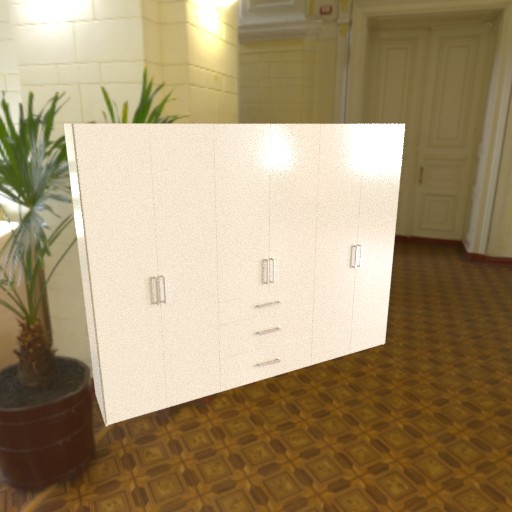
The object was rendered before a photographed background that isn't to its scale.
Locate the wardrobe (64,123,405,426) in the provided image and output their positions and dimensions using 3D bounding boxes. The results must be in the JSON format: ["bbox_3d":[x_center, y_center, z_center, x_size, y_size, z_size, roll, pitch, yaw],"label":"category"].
[{"bbox_3d":[0.000,0.000,4.129,3.000,2.360,0.580,-9,19,-27],"label":"wardrobe"}]
